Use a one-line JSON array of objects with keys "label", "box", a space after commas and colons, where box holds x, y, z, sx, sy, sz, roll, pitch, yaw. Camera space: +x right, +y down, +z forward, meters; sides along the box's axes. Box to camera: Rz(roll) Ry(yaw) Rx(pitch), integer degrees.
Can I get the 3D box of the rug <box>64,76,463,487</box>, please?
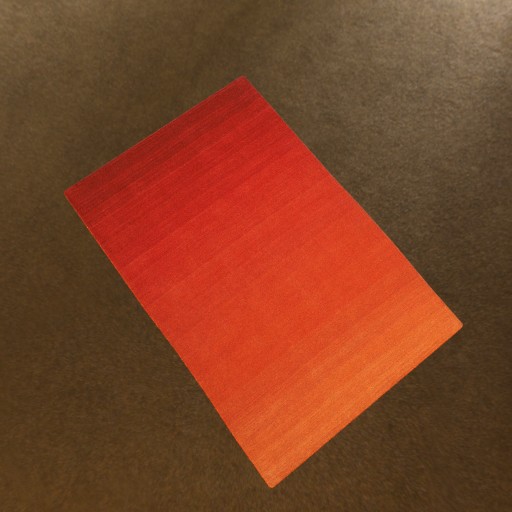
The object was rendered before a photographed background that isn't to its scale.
[{"label": "rug", "box": [0.000, 0.000, 2.307, 1.230, 0.018, 1.835, -36, 78, -9]}]
